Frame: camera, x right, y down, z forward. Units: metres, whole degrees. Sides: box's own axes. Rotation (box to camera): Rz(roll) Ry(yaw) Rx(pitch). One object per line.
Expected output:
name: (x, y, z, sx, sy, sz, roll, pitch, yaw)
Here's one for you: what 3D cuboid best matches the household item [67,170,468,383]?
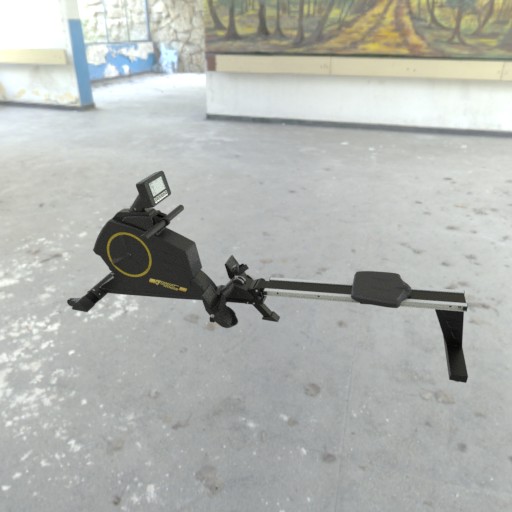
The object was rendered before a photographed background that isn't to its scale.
household item: (0.000, 0.000, 2.445, 2.251, 0.810, 0.521, 8, 28, 14)
